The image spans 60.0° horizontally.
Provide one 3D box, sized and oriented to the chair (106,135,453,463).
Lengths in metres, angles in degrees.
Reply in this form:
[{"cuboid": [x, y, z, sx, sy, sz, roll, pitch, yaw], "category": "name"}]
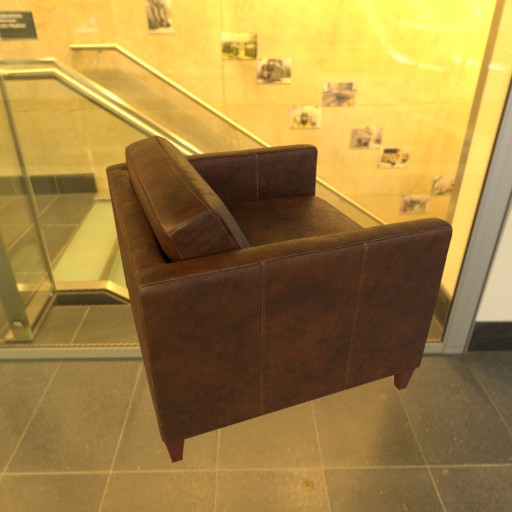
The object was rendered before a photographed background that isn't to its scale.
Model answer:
[{"cuboid": [0.000, 0.000, 1.729, 0.975, 0.864, 0.990, -11, 31, -18], "category": "chair"}]
